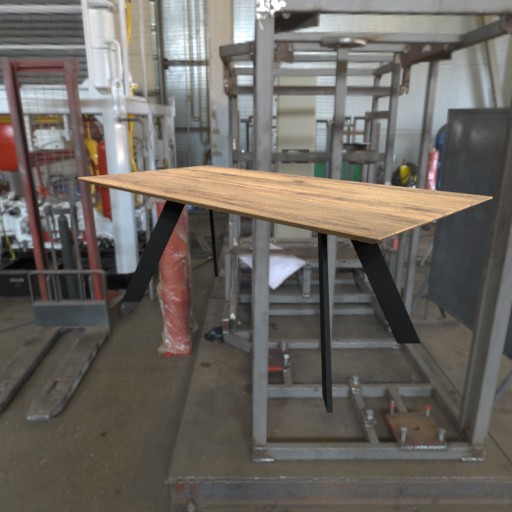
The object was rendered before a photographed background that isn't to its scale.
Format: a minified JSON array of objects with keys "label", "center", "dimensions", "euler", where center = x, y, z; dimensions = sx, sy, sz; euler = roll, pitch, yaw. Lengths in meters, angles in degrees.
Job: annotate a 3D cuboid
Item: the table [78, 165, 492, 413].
[{"label":"table","center":[0.000,0.000,2.435],"dimensions":[2.000,0.770,1.000],"euler":[16,23,42]}]
